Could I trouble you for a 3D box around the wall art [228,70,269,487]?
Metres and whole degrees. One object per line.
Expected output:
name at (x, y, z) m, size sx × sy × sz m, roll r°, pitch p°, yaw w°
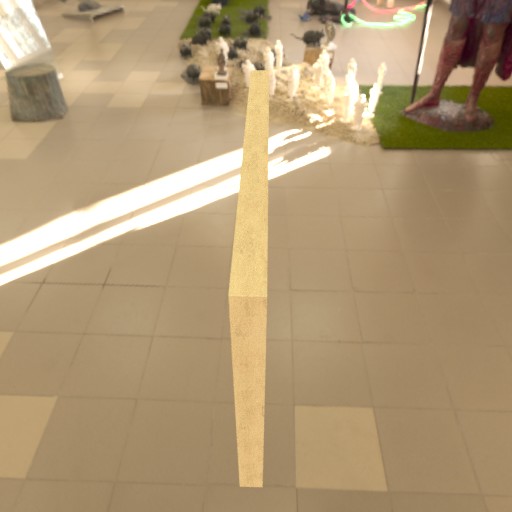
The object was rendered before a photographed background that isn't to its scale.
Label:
wall art at (0.000, 0.000, 0.685) m, size 0.032 × 0.380 × 0.532 m, roll 1°, pitch 41°, yaw 1°
